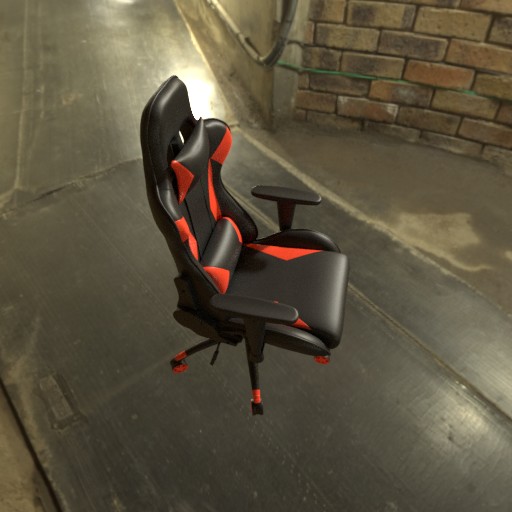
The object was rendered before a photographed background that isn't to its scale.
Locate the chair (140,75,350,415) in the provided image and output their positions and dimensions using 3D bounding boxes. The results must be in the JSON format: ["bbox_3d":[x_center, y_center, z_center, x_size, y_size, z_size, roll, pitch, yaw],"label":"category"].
[{"bbox_3d":[0.000,0.000,1.682,0.730,1.282,0.695,9,47,9],"label":"chair"}]
